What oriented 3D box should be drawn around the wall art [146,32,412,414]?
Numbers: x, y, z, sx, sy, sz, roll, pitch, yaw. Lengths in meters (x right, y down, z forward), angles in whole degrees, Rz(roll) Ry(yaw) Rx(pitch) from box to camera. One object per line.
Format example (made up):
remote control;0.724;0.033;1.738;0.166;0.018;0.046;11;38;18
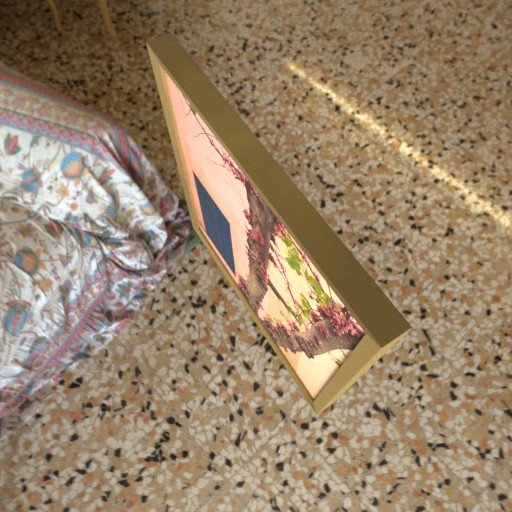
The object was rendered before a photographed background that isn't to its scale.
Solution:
wall art;0.000;0.000;0.749;0.038;0.508;0.507;-30;67;-14
